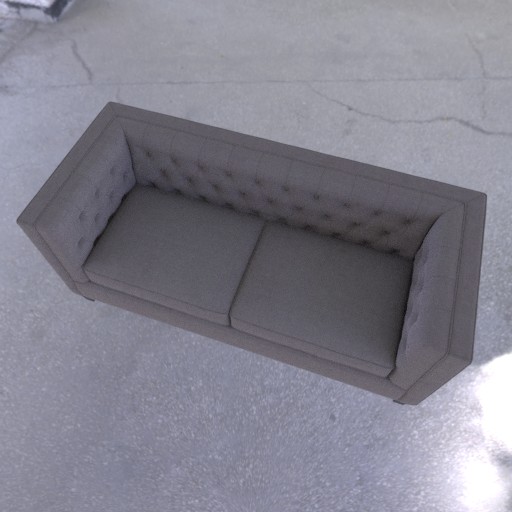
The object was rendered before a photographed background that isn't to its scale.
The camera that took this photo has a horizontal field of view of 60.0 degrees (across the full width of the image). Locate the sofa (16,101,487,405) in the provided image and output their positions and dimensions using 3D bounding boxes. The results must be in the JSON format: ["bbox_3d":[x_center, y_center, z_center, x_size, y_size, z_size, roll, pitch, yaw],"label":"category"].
[{"bbox_3d":[0.000,0.000,2.123,1.778,0.762,0.775,16,60,10],"label":"sofa"}]
